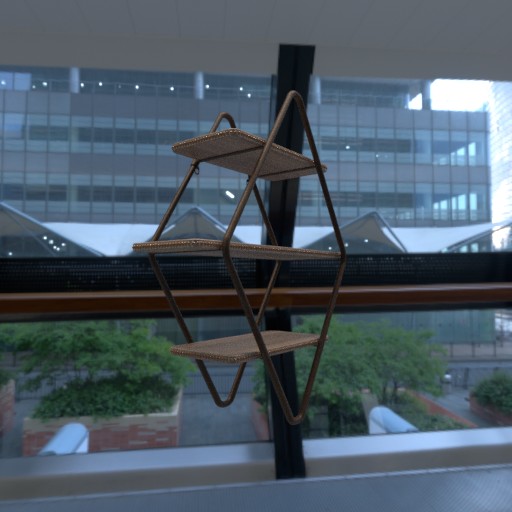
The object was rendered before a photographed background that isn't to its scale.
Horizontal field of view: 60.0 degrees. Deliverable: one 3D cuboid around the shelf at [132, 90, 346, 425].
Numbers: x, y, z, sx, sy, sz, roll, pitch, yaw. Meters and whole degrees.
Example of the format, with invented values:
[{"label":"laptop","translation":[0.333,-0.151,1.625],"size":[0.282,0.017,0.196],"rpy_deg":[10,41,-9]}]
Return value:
[{"label":"shelf","translation":[0.000,0.000,1.090],"size":[0.234,0.774,0.609],"rpy_deg":[-2,-4,38]}]
